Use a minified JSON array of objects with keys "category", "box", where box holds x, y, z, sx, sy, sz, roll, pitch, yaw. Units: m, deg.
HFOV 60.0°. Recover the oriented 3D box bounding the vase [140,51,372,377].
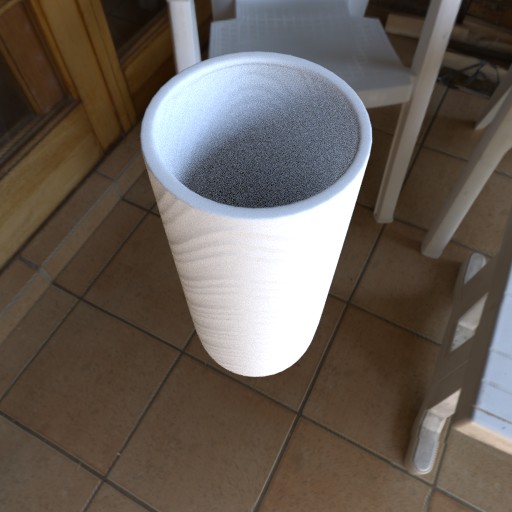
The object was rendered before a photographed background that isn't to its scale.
[{"category":"vase","box":[0.000,0.000,0.400,0.143,0.316,0.143,0,60,0]}]
